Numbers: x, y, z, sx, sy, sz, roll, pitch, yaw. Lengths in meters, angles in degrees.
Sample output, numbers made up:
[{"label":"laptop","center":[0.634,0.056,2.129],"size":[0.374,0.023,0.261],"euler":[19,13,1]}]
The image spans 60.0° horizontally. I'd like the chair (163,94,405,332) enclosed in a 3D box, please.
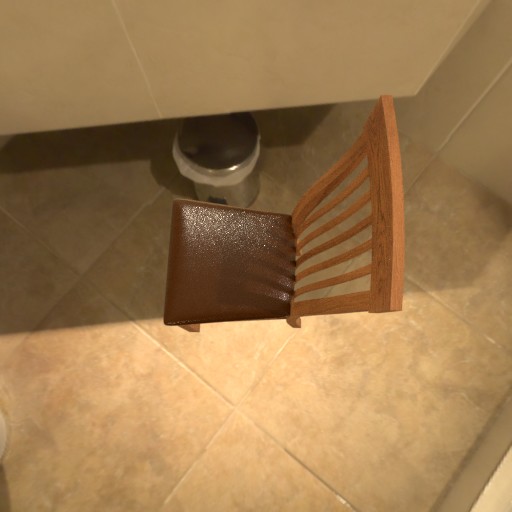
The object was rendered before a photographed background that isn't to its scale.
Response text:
[{"label":"chair","center":[0.000,0.000,1.380],"size":[0.580,1.050,0.450],"euler":[2,76,0]}]
